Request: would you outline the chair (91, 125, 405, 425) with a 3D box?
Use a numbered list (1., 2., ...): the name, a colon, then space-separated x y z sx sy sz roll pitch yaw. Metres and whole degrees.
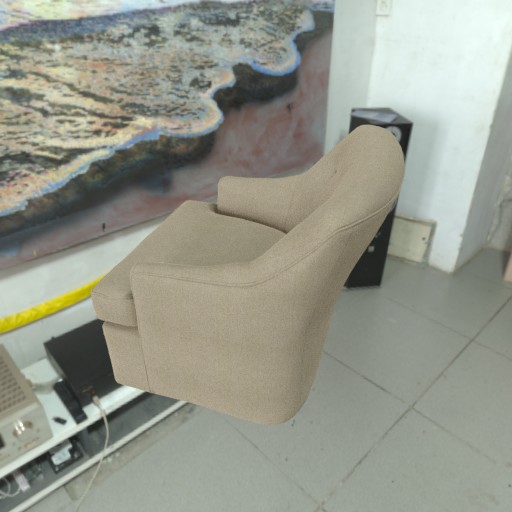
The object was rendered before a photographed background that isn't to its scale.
1. chair: 0.000 0.000 1.621 0.923 0.856 0.864 9 32 14
